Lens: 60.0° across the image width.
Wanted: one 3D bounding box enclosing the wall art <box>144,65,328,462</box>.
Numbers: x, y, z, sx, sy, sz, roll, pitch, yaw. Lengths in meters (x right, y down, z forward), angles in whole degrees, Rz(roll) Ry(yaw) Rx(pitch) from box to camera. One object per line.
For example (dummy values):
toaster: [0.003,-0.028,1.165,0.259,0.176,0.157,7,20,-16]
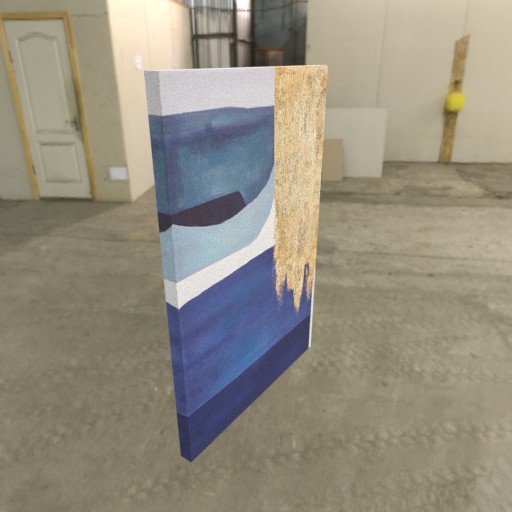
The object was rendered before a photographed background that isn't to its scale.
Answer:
wall art: [0.000,0.000,1.163,0.039,0.911,0.607,16,29,32]
